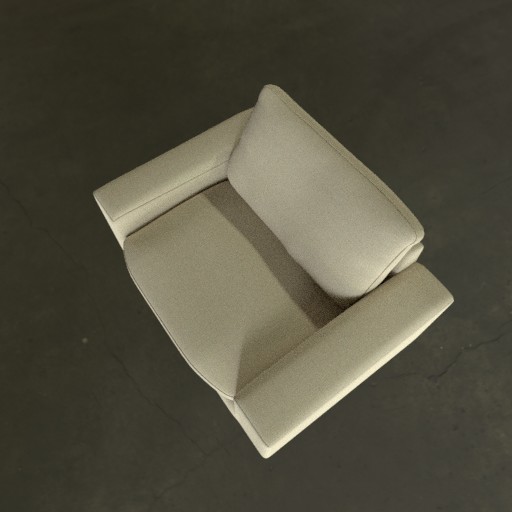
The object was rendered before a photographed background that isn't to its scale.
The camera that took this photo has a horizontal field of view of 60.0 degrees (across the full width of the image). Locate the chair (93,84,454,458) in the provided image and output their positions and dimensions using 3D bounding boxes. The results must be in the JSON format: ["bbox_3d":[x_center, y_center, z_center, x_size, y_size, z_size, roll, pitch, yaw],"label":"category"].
[{"bbox_3d":[0.000,0.000,2.047,1.039,0.915,1.398,-33,67,-16],"label":"chair"}]
